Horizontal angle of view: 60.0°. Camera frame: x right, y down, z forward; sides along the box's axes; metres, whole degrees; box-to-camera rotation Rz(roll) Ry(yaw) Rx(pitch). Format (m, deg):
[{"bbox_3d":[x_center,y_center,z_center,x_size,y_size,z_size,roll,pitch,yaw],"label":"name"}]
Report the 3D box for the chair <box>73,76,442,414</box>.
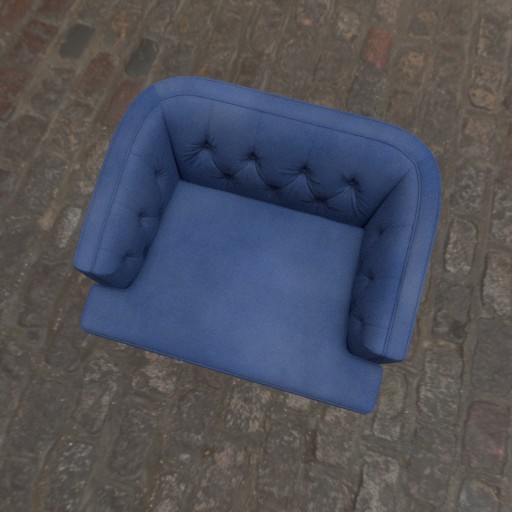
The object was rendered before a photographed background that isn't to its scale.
[{"bbox_3d":[0.000,0.000,1.728,1.118,0.787,0.914,15,75,4],"label":"chair"}]
